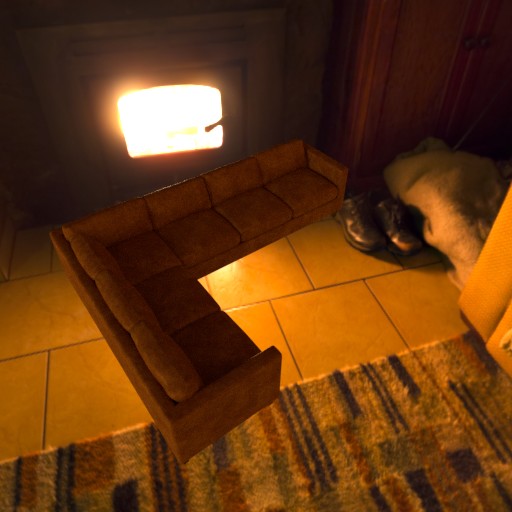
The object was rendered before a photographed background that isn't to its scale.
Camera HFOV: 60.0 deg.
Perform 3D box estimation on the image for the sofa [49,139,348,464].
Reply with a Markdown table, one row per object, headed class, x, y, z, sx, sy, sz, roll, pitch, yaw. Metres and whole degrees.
| class | x | y | z | sx | sy | sz | roll | pitch | yaw |
| --- | --- | --- | --- | --- | --- | --- | --- | --- | --- |
| sofa | 0.000 | 0.000 | 4.402 | 3.150 | 0.838 | 2.438 | -27 | 49 | -26 |
